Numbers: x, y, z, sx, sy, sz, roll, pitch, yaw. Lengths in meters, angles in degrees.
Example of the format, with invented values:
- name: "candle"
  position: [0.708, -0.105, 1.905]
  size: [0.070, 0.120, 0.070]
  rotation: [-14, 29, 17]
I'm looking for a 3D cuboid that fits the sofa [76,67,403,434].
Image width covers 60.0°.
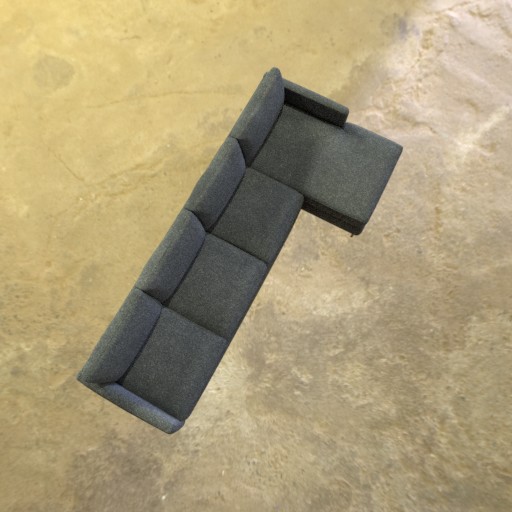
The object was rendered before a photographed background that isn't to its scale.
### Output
- name: "sofa"
  position: [0.000, 0.000, 3.541]
  size: [1.350, 0.810, 2.932]
  rotation: [28, 77, 7]
